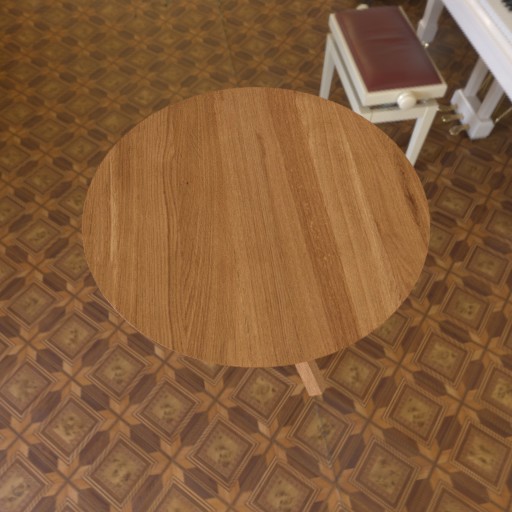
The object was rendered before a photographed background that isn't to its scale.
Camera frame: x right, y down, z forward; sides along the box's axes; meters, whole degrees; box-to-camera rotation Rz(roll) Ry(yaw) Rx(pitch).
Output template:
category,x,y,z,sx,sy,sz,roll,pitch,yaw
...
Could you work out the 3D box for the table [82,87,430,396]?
category,x,y,z,sx,sy,sz,roll,pitch,yaw
table,0.000,0.000,1.631,1.038,0.666,1.038,0,59,0
